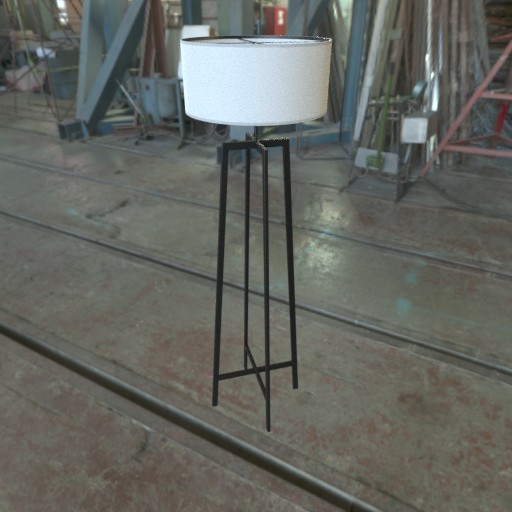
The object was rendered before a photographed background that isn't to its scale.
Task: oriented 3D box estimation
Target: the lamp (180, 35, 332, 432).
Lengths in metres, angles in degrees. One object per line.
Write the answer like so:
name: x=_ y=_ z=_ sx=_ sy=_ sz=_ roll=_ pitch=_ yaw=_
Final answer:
lamp: x=0.000 y=0.000 z=1.716 sx=0.456 sy=1.510 sz=0.457 roll=-8 pitch=30 yaw=-14
